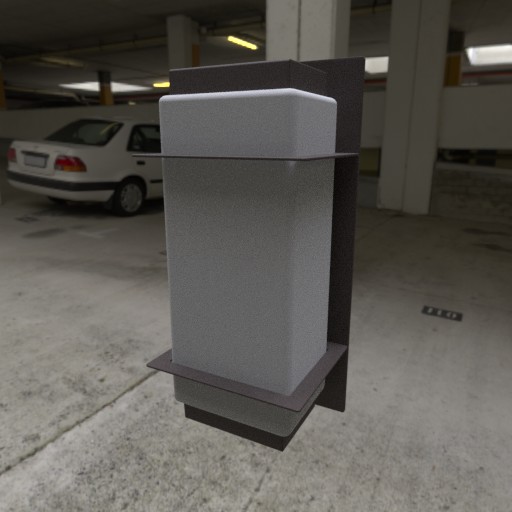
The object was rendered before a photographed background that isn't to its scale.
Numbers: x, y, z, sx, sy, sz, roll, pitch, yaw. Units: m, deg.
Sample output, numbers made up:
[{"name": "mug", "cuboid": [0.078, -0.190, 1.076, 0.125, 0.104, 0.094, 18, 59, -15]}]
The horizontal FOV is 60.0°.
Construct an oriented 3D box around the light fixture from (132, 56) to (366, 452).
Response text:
[{"name": "light fixture", "cuboid": [0.000, 0.000, 0.411, 0.153, 0.347, 0.146, 8, 17, 27]}]
